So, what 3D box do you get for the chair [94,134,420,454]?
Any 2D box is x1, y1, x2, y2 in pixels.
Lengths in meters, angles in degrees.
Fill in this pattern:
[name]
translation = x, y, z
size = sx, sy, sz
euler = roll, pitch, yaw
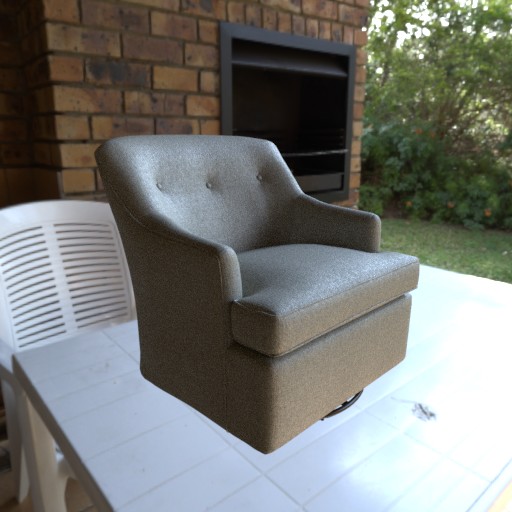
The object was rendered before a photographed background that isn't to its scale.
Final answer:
[chair]
translation = 0.000, 0.000, 1.614
size = 0.864, 0.856, 0.923
euler = -14, 21, -43
